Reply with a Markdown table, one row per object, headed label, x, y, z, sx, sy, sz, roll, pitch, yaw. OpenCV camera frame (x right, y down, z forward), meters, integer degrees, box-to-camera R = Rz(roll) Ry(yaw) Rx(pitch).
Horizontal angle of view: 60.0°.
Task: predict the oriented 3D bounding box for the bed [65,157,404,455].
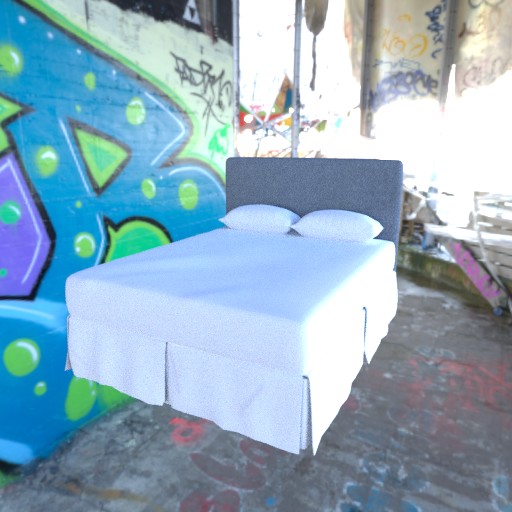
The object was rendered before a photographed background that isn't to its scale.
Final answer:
| label | x | y | z | sx | sy | sz | roll | pitch | yaw |
| --- | --- | --- | --- | --- | --- | --- | --- | --- | --- |
| bed | 0.000 | 0.000 | 3.191 | 1.723 | 1.330 | 2.142 | 7 | 16 | 27 |
